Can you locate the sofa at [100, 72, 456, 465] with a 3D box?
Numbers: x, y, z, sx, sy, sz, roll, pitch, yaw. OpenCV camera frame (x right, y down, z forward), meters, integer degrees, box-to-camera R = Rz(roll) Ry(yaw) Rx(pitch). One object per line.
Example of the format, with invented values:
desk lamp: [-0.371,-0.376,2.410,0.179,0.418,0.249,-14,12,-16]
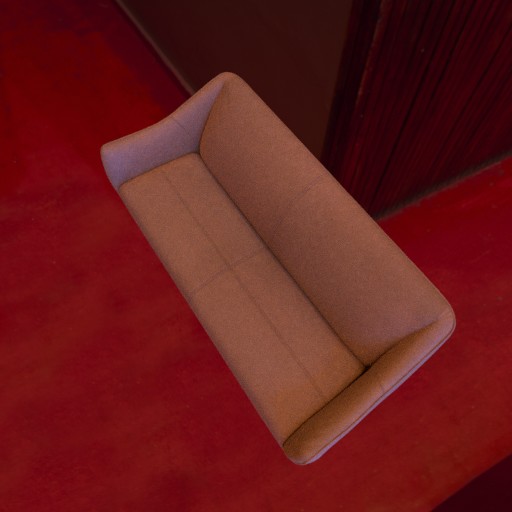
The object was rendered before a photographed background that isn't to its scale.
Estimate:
sofa: [0.000,0.000,2.374,0.869,0.830,1.928,-31,67,-15]
